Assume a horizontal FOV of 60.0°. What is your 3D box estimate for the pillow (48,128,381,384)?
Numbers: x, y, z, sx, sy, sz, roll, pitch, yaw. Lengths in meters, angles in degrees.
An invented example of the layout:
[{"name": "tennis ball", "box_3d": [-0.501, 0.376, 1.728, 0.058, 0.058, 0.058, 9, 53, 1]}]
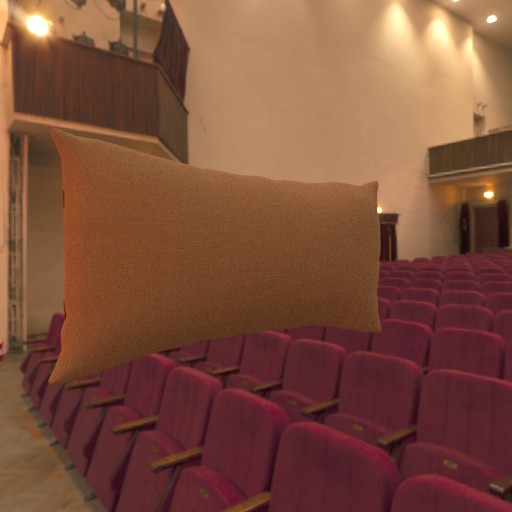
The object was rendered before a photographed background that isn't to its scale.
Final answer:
[{"name": "pillow", "box_3d": [0.000, 0.000, 0.708, 0.612, 0.308, 0.148, 0, 0, -36]}]
